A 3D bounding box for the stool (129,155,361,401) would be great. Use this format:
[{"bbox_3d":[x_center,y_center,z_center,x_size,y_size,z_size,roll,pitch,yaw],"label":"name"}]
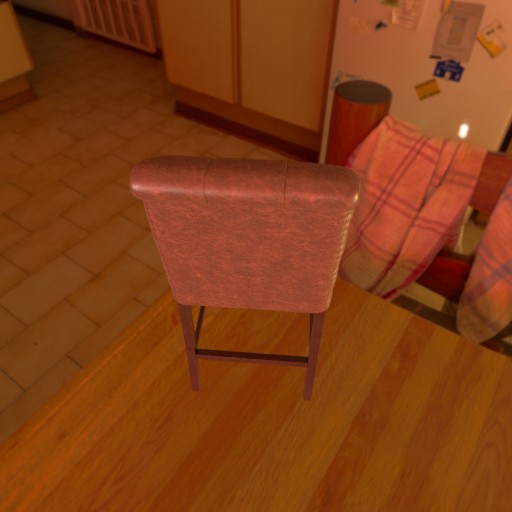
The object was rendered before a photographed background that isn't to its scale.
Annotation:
[{"bbox_3d":[0.000,0.000,1.460,0.486,1.084,0.660,4,46,3],"label":"stool"}]
